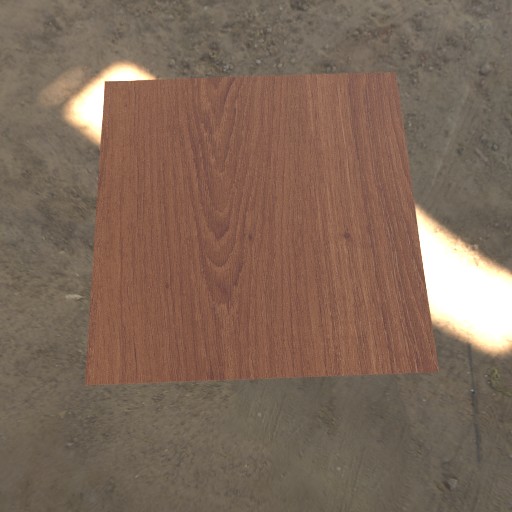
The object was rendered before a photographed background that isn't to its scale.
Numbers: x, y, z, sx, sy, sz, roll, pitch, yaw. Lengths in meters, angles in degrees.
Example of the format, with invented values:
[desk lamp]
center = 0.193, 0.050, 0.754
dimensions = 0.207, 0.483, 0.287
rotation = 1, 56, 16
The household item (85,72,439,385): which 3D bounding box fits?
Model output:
[household item]
center = 0.000, 0.000, 0.747
dimensions = 0.400, 0.400, 0.400
rotation = -2, 74, -1
